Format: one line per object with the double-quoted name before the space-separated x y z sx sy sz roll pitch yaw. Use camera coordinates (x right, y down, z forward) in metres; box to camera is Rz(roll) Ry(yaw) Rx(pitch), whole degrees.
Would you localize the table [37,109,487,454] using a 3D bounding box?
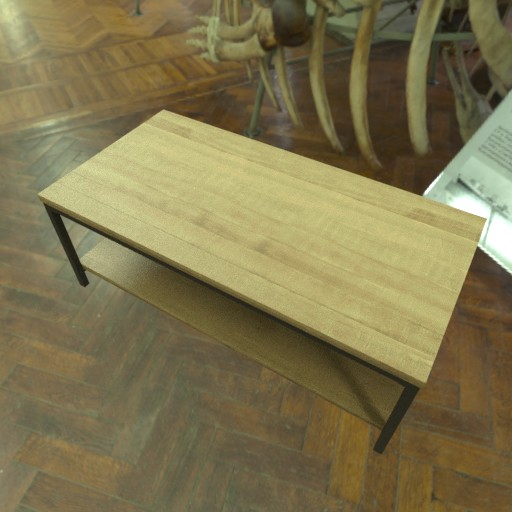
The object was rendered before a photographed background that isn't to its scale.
"table" 0.000 0.000 1.352 1.100 0.399 0.551 24 51 21
